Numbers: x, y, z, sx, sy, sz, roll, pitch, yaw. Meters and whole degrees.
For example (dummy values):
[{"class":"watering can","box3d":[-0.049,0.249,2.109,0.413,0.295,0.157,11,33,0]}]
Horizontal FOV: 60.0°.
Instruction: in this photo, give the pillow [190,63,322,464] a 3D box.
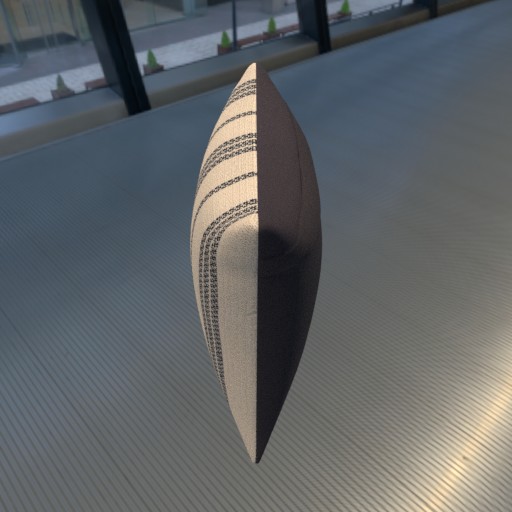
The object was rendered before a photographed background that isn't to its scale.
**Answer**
[{"class":"pillow","box3d":[0.000,0.000,0.628,0.173,0.406,0.405,0,41,0]}]
